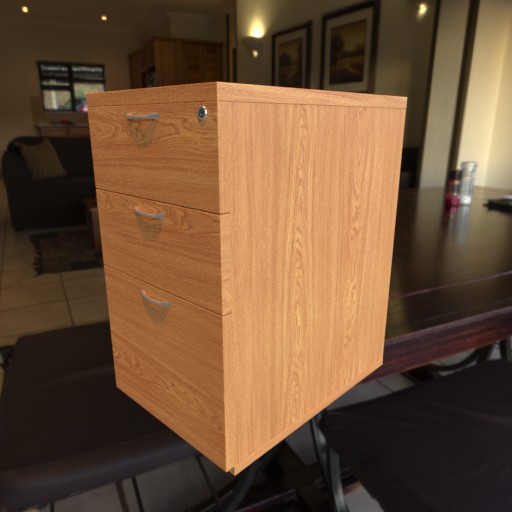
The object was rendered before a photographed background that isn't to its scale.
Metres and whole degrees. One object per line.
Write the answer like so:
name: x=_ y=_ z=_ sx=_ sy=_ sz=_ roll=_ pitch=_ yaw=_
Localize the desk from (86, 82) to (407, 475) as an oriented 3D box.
desk: x=0.000 y=0.000 z=1.070 sx=0.404 sy=0.730 sz=0.600 roll=16 pitch=23 yaw=42
